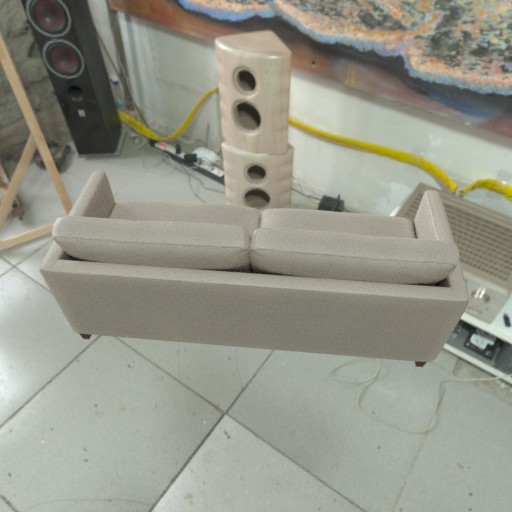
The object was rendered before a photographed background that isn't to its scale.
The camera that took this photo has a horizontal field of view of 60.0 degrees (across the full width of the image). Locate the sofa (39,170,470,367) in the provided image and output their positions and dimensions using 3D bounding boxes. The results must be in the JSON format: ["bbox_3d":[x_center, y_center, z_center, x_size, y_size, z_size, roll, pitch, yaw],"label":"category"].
[{"bbox_3d":[0.000,0.000,2.886,2.361,0.968,0.951,4,48,4],"label":"sofa"}]
